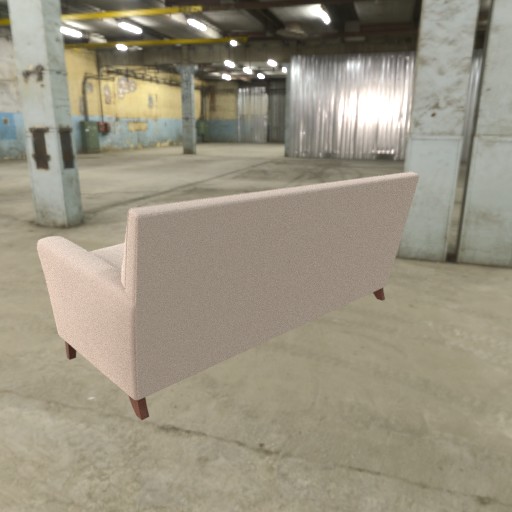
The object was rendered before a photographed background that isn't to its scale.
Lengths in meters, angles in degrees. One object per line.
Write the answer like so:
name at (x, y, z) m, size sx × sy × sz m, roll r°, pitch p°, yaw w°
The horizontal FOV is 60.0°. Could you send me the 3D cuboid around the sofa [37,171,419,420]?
sofa at (0.000, 0.000, 2.429) m, size 2.000 × 0.846 × 0.875 m, roll -15°, pitch 22°, yaw -42°
